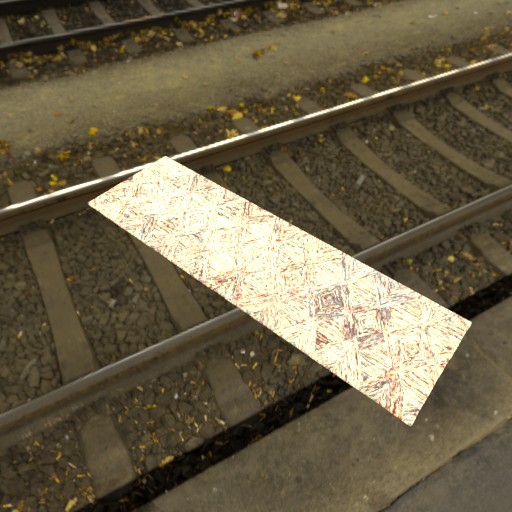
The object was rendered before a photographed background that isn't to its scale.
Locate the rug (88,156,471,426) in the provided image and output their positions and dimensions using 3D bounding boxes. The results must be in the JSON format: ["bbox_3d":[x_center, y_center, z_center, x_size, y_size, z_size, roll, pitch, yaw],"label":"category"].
[{"bbox_3d":[0.000,0.000,2.574,2.292,0.015,0.688,31,55,26],"label":"rug"}]
